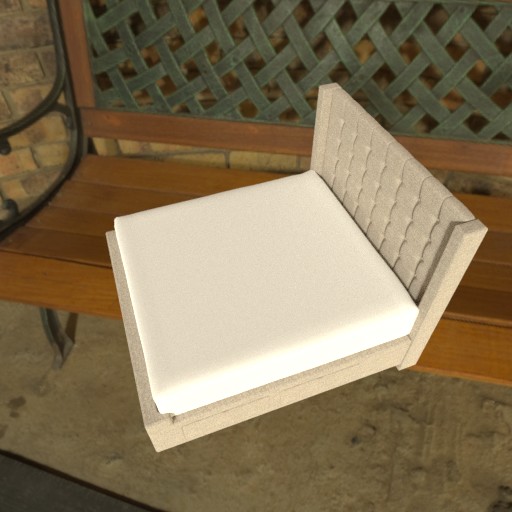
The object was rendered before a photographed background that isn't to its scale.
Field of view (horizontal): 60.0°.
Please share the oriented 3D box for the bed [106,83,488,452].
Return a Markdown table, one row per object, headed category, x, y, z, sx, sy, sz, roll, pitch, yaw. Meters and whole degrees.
| category | x | y | z | sx | sy | sz | roll | pitch | yaw |
| --- | --- | --- | --- | --- | --- | --- | --- | --- | --- |
| bed | 0.000 | 0.000 | 3.764 | 2.372 | 1.748 | 2.044 | -15 | 49 | -14 |
